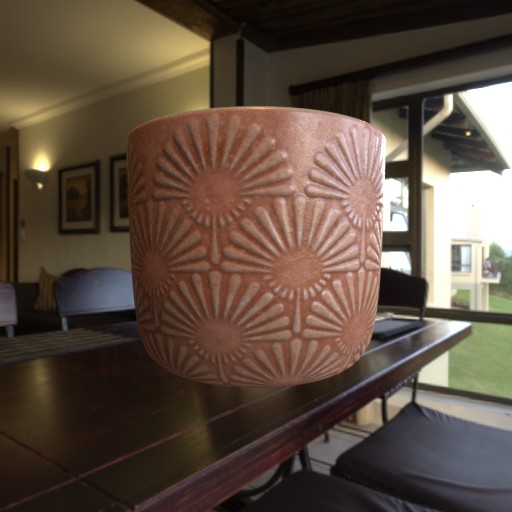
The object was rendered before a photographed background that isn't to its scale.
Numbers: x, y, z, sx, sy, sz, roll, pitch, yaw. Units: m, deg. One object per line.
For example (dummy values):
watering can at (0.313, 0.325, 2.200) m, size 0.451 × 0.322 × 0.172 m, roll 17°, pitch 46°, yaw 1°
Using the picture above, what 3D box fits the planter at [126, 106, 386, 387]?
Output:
planter at (0.000, 0.000, 0.221) m, size 0.124 × 0.109 × 0.124 m, roll 0°, pitch 1°, yaw 0°
